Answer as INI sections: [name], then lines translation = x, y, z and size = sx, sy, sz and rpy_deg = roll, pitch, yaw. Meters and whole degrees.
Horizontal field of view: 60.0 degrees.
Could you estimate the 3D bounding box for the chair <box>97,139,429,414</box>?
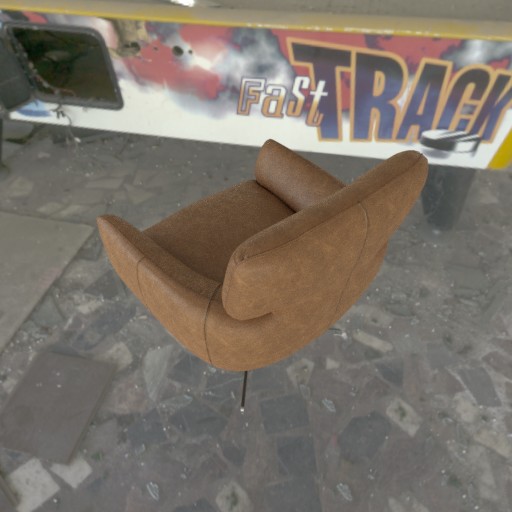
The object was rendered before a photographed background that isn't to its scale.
[chair]
translation = 0.000, 0.000, 1.361
size = 0.706, 0.812, 0.715
rpy_deg = -31, 53, -28
